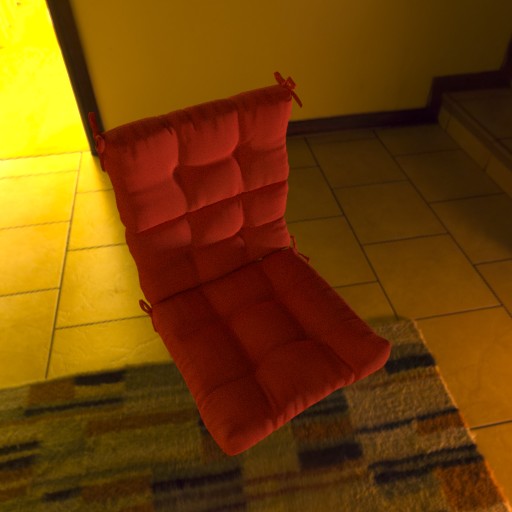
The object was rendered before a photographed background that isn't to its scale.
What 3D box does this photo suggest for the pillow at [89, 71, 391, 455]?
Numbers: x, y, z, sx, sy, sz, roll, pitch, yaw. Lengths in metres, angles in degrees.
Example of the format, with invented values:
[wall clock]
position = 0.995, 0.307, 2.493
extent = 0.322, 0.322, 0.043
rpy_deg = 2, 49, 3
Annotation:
[pillow]
position = 0.000, 0.000, 1.030
extent = 0.519, 0.605, 0.571
rpy_deg = -23, 49, -21
